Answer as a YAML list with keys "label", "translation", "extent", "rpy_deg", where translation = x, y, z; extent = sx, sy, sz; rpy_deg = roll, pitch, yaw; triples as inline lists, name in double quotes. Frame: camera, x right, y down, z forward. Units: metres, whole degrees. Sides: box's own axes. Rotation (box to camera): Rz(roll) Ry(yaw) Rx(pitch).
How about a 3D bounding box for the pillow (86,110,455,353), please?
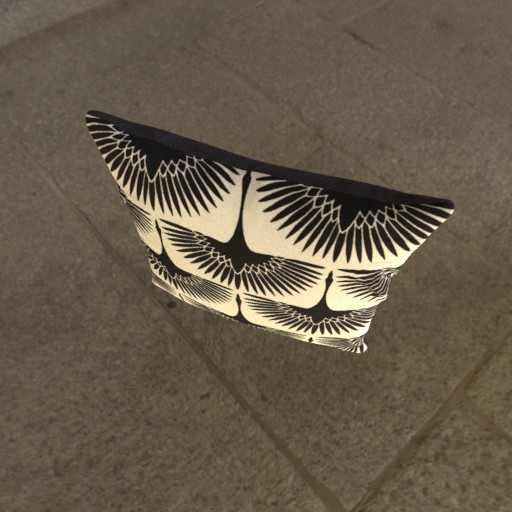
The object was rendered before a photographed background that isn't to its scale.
- label: "pillow"
  translation: [0.000, 0.000, 0.671]
  extent: [0.432, 0.432, 0.139]
  rpy_deg: [16, 60, 9]
